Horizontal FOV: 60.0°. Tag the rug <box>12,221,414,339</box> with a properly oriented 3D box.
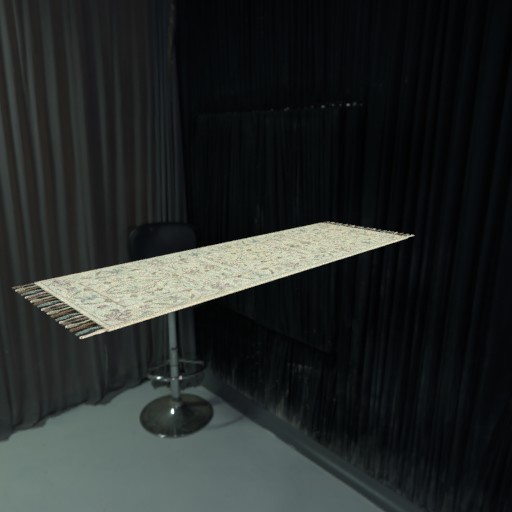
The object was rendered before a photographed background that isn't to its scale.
[{"bbox_3d":[0.000,0.000,2.624,2.440,0.013,0.769,-14,20,-43],"label":"rug"}]
